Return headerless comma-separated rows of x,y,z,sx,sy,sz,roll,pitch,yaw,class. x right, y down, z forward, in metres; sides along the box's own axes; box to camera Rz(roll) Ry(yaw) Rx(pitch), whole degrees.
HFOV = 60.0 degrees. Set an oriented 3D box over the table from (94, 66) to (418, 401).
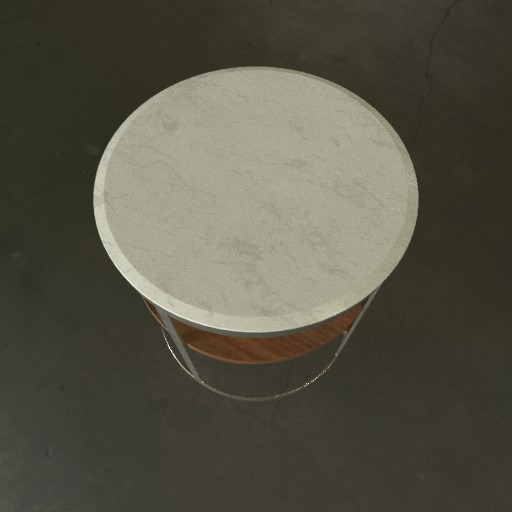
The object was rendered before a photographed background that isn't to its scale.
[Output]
0.000,0.000,0.756,0.407,0.447,0.407,0,62,0,table
